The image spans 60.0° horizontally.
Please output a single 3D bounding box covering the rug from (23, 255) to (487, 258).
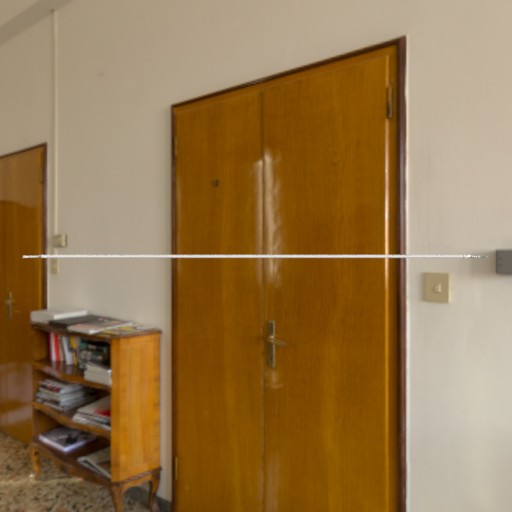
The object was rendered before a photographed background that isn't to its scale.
[{"bbox_3d":[0.000,0.000,2.360,1.872,0.013,1.243,0,0,2],"label":"rug"}]
